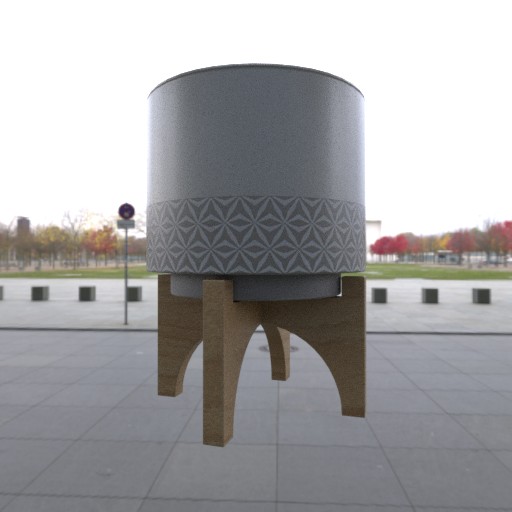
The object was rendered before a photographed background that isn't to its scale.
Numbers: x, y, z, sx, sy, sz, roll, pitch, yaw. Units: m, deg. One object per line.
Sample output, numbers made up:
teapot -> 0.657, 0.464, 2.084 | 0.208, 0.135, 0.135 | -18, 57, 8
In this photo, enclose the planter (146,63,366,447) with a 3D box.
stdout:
planter -> 0.000, 0.000, 0.392 | 0.188, 0.260, 0.188 | 0, 0, 0
